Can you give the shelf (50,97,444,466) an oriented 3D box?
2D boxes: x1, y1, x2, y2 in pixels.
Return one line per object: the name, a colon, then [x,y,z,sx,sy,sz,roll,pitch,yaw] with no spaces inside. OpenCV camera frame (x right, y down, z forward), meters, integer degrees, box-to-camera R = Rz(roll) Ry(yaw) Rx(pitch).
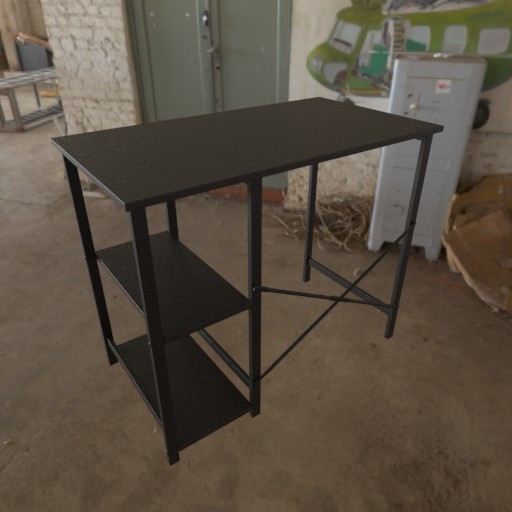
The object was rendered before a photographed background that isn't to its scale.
shelf: [0.000,0.000,1.341,0.902,0.749,0.498,-20,36,-30]
